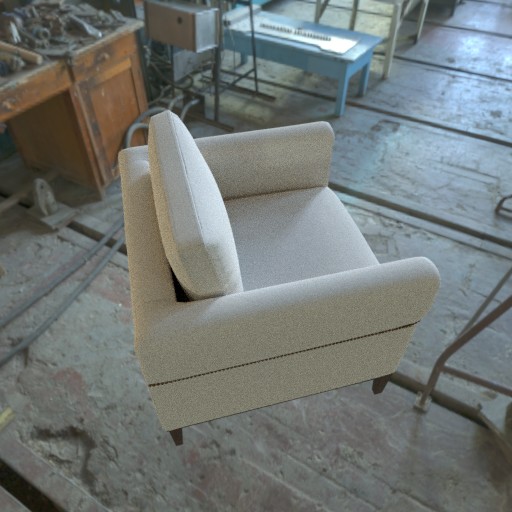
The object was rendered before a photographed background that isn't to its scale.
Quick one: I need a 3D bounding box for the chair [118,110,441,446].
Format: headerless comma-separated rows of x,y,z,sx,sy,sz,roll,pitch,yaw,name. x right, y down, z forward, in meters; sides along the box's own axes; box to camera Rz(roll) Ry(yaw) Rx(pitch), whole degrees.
0.000,0.000,1.691,0.896,0.915,0.982,-11,47,-10,chair
